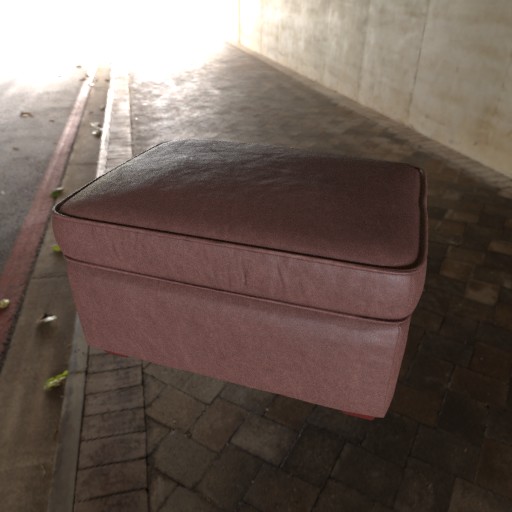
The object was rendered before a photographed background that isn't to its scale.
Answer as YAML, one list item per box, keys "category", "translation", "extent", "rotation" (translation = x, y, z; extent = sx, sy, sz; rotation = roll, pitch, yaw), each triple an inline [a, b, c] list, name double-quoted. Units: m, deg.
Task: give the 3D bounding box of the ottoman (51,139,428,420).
- category: "ottoman"
  translation: [0.000, 0.000, 1.098]
  extent: [0.749, 0.449, 0.548]
  rotation: [10, 33, 15]
